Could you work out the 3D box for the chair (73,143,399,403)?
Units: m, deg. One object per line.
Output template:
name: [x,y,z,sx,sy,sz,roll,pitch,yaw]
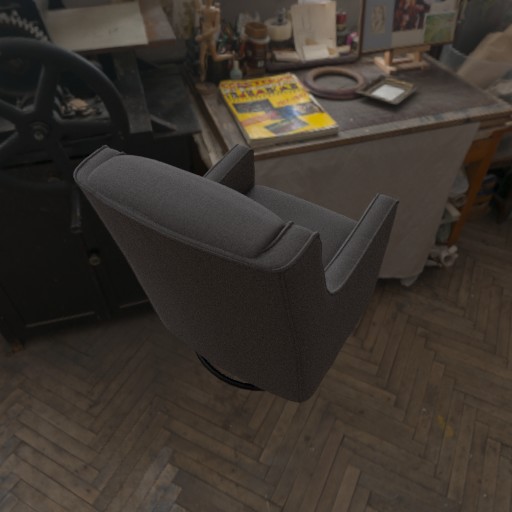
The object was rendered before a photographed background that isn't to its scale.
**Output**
chair: [0.000,0.000,1.606,0.732,0.993,0.879,25,50,23]
